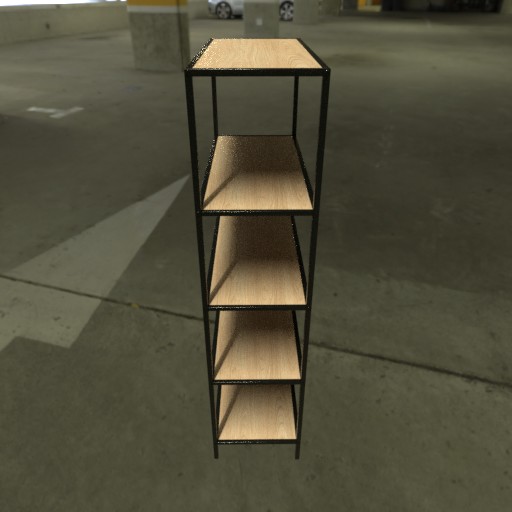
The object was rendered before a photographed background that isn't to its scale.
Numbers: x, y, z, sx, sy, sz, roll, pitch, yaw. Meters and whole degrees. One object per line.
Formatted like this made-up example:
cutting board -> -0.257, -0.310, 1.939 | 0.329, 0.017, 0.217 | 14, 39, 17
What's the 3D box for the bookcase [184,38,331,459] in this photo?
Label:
bookcase -> 0.000, 0.000, 1.770 | 0.350, 1.500, 0.770 | 0, 31, 0
